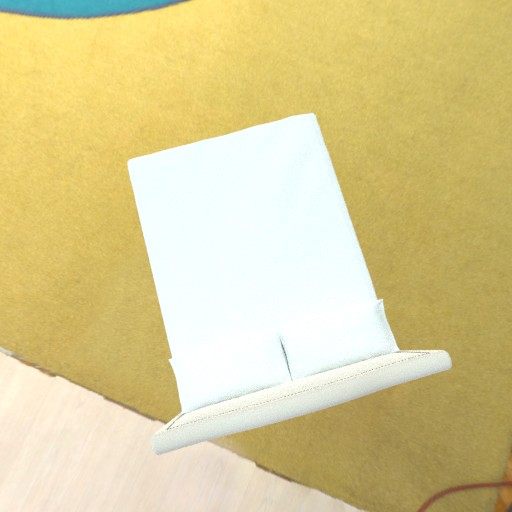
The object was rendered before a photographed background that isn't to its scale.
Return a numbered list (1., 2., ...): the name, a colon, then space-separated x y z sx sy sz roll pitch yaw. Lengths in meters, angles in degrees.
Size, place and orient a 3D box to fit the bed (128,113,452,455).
1. bed: 0.000 0.000 3.298 1.753 1.460 2.143 -15 78 -3
